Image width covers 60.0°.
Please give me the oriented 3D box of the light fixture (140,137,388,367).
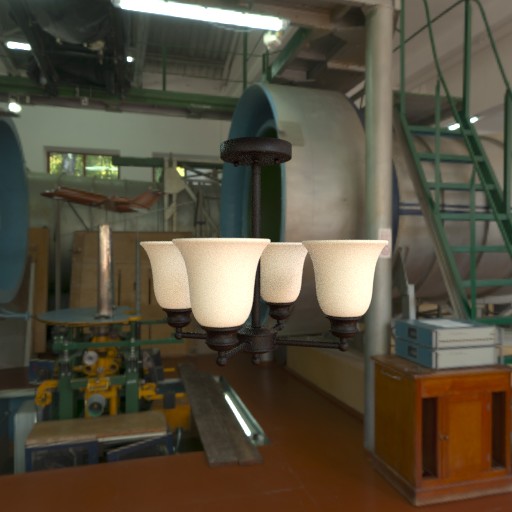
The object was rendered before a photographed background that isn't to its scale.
[{"bbox_3d":[0.000,0.000,1.868,1.069,0.925,1.069,0,1,19],"label":"light fixture"}]
